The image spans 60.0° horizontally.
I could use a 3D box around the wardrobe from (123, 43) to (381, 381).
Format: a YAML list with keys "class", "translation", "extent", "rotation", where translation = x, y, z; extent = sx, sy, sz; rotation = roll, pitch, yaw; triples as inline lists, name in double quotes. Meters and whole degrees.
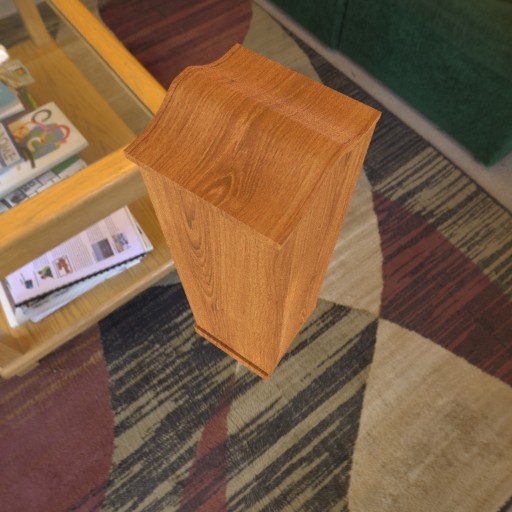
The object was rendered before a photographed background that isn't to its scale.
- class: "wardrobe"
  translation: [0.000, 0.000, 2.137]
  extent: [0.570, 1.870, 0.590]
  rotation: [32, 67, 15]
